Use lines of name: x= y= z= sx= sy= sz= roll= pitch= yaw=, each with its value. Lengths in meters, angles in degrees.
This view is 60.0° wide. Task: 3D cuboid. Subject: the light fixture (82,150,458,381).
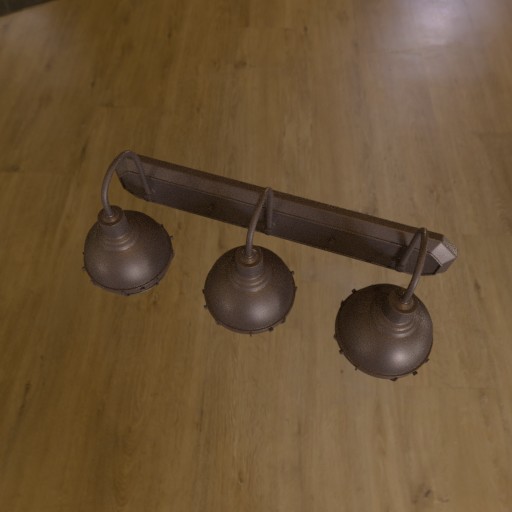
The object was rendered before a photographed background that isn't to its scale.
light fixture: x=0.000 y=0.000 z=0.743 sx=0.634 sy=0.254 sz=0.229 roll=16 pitch=61 yaw=9
